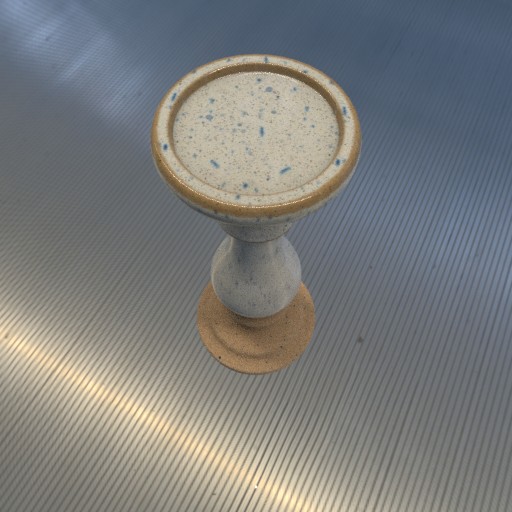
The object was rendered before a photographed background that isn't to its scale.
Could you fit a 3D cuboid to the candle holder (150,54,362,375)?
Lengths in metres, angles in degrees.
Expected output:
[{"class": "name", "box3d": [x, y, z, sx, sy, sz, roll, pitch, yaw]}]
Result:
[{"class": "candle holder", "box3d": [0.000, 0.000, 0.246, 0.088, 0.203, 0.088, 0, 62, 0]}]
